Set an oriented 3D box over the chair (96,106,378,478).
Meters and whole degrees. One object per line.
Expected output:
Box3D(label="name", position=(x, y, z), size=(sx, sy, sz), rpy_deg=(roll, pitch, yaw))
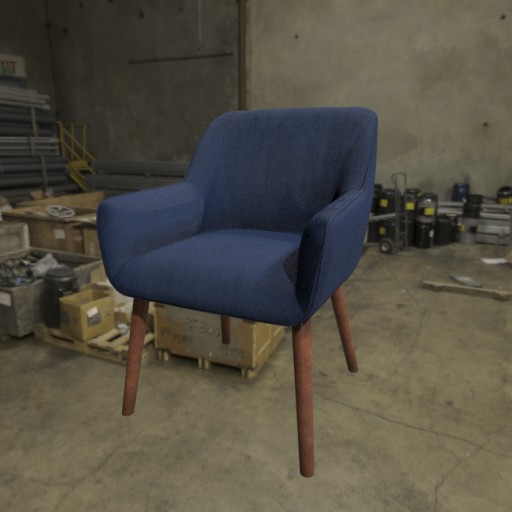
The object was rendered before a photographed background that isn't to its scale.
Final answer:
Box3D(label="chair", position=(0.000, 0.000, 1.235), size=(0.600, 0.820, 0.600), rpy_deg=(7, 16, 25))
